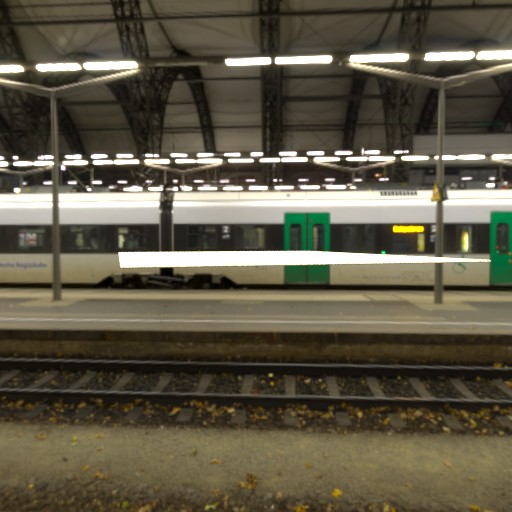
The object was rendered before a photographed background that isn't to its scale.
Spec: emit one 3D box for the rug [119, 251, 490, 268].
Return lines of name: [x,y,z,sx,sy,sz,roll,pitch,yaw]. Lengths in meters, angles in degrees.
rug: [0.000,0.000,4.140,2.441,0.015,3.050,-1,2,-17]
